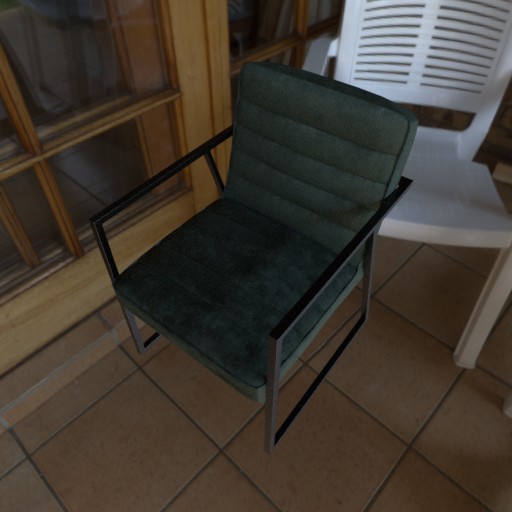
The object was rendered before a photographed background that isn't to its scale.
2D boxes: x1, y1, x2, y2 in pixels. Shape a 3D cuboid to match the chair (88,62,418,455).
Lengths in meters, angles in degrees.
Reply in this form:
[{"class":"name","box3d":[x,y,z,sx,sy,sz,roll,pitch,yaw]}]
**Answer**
[{"class":"chair","box3d":[0.000,0.000,1.282,0.571,0.833,0.677,29,53,25]}]
